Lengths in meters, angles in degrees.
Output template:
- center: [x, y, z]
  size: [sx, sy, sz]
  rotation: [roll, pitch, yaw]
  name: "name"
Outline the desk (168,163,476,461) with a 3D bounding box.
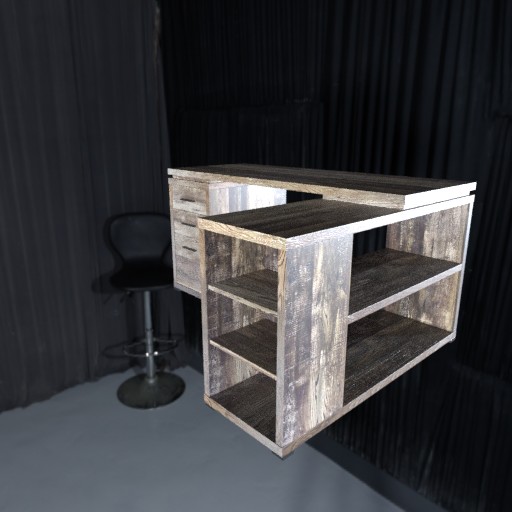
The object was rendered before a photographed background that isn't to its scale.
- center: [0.000, 0.000, 2.175]
  size: [1.200, 0.753, 1.524]
  rotation: [-14, 21, -41]
  name: "desk"
